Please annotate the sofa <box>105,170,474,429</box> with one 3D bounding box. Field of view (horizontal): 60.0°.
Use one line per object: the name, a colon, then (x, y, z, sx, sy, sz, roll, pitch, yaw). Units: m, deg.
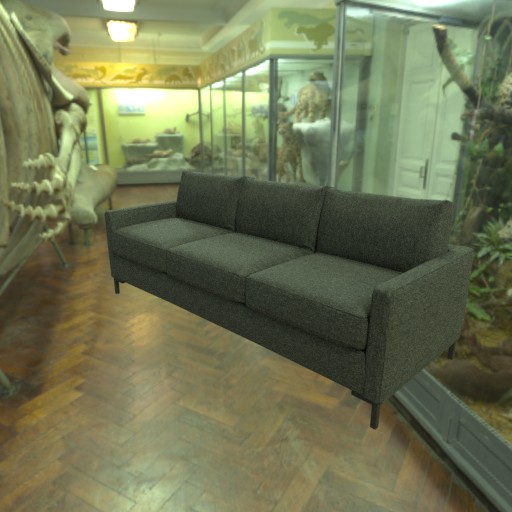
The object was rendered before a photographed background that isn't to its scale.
sofa: (0.000, 0.000, 2.721, 2.253, 0.879, 0.876, 16, 23, 42)
